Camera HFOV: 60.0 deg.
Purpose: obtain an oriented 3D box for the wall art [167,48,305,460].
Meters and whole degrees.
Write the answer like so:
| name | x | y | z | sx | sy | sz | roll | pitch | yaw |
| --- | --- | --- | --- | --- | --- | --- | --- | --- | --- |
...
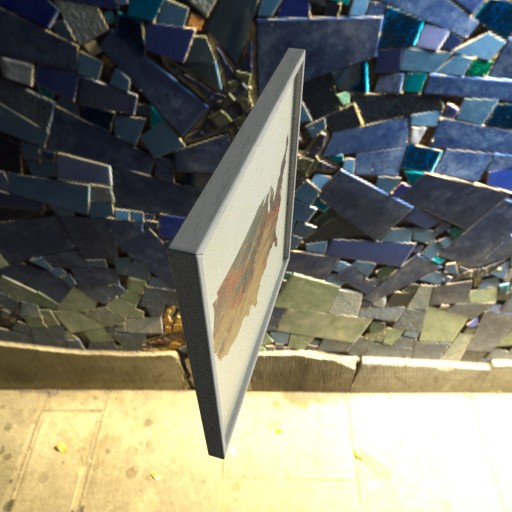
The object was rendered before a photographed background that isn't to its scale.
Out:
| name | x | y | z | sx | sy | sz | roll | pitch | yaw |
| --- | --- | --- | --- | --- | --- | --- | --- | --- | --- |
| wall art | 0.000 | 0.000 | 1.933 | 0.078 | 1.288 | 1.287 | 11 | 47 | 11 |
